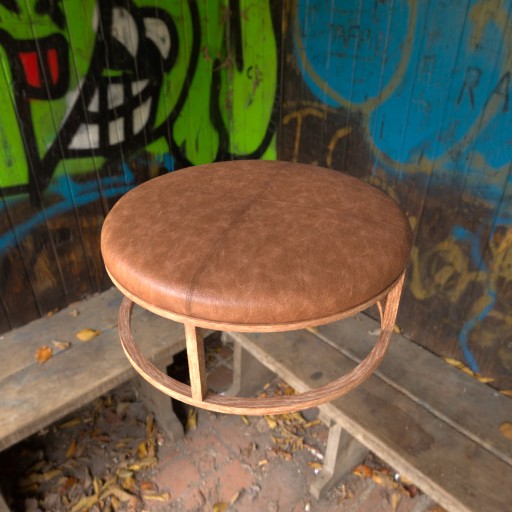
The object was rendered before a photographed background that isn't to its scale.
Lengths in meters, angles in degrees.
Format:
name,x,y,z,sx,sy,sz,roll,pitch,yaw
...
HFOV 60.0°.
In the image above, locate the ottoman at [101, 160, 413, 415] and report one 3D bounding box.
name,x,y,z,sx,sy,sz,roll,pitch,yaw
ottoman,0.000,0.000,1.557,1.006,0.445,1.006,0,31,0
